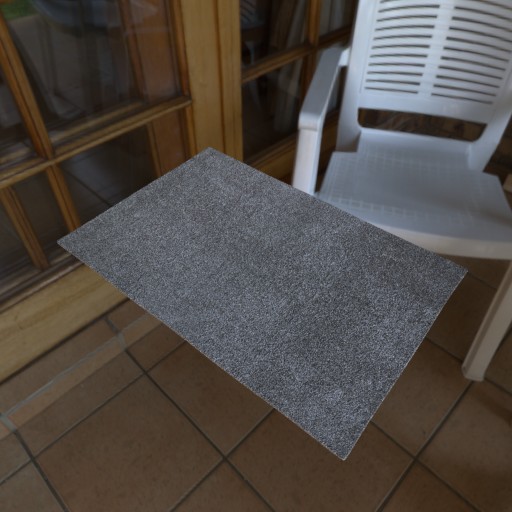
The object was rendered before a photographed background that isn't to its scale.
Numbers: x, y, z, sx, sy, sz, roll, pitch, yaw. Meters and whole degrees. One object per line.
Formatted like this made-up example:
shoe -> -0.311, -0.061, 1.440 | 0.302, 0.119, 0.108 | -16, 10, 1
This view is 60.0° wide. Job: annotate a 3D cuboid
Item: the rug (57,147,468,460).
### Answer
rug -> 0.000, 0.000, 3.485 | 2.699, 0.026, 1.802 | 30, 53, 26
